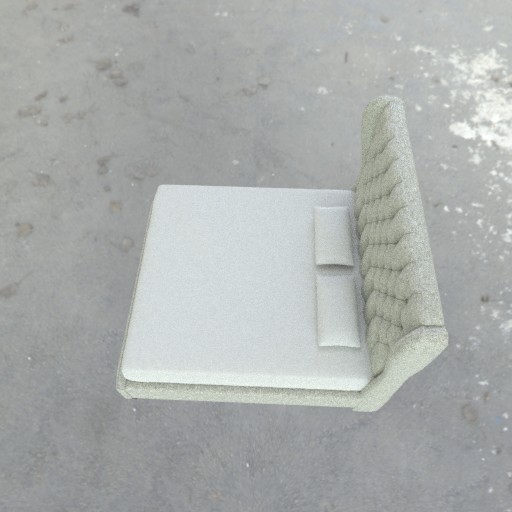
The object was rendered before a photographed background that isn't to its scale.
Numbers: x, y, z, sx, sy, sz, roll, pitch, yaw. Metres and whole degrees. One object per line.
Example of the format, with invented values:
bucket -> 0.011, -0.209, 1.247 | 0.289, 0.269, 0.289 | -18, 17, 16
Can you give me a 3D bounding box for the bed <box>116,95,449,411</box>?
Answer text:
bed -> 0.000, 0.000, 3.866 | 2.347, 1.771, 2.219 | 2, 59, 1
